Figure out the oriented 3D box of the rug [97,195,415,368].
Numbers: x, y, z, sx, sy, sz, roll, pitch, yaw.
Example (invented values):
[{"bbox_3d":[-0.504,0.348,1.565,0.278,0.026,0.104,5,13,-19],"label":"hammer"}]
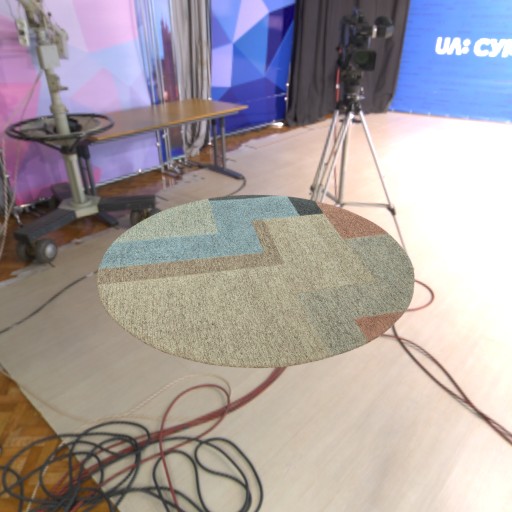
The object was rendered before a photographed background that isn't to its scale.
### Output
[{"bbox_3d":[0.000,0.000,3.581,2.461,0.033,2.461,0,31,0],"label":"rug"}]
